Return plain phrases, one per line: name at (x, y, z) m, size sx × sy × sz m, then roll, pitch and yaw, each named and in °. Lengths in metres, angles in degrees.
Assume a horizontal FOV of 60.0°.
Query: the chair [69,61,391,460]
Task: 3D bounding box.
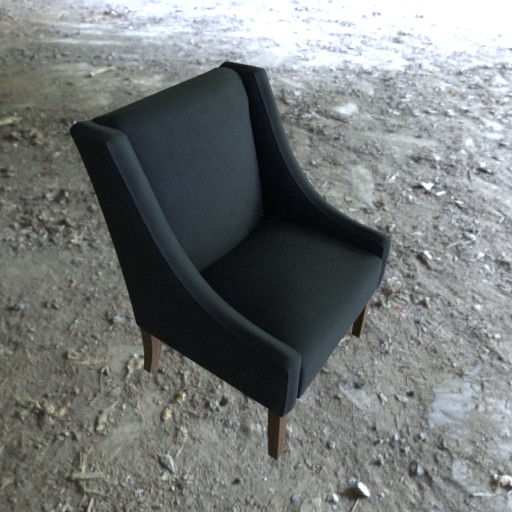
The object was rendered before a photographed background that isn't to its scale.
chair at (0.000, 0.000, 1.333) m, size 0.629 × 0.895 × 0.629 m, roll 24°, pitch 46°, yaw 26°
